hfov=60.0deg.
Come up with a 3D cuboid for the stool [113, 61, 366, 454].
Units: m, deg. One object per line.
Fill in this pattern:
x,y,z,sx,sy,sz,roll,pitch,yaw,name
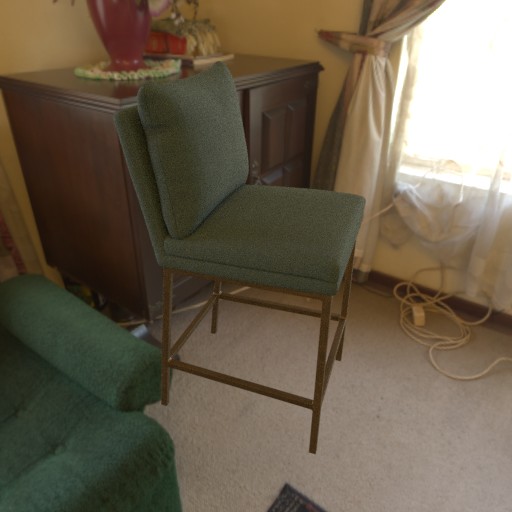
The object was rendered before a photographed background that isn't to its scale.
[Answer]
0.000,0.000,1.338,0.568,1.032,0.463,10,31,17,stool
